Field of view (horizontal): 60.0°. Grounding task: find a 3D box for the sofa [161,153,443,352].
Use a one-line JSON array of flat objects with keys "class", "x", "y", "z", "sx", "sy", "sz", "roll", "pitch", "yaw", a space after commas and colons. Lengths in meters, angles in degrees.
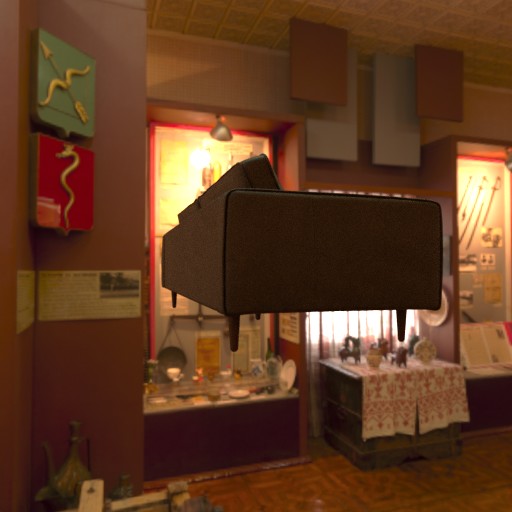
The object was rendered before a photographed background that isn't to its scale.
[{"class": "sofa", "x": 0.000, "y": 0.000, "z": 2.648, "sx": 0.914, "sy": 0.762, "sz": 2.210, "roll": 0, "pitch": -1, "yaw": -17}]
